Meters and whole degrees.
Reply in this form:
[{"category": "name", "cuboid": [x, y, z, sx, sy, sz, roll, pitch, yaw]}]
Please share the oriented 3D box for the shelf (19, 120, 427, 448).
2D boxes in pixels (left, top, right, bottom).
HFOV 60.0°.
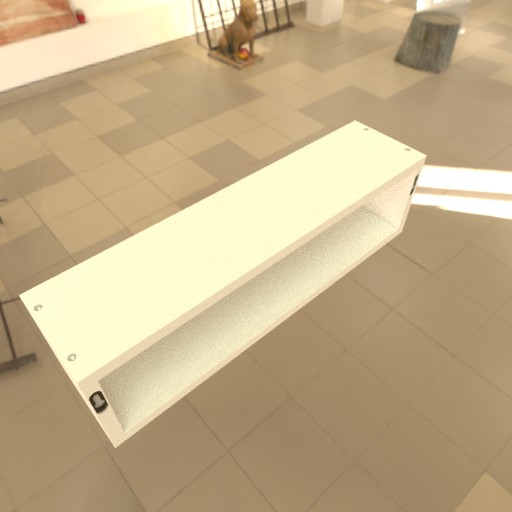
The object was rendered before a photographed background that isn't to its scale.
[{"category": "shelf", "cuboid": [0.000, 0.000, 0.682, 0.610, 0.170, 0.150, -32, 54, -27]}]
